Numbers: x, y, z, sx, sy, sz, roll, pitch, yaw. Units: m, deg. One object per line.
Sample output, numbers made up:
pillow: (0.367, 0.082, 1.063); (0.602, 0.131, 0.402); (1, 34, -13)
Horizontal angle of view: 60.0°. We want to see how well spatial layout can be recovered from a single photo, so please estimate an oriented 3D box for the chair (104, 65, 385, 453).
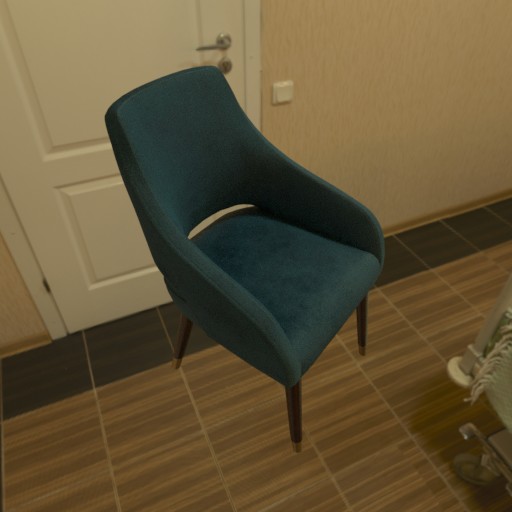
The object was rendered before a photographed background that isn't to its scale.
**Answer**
chair: (0.000, 0.000, 1.574); (0.794, 1.081, 0.683); (26, 47, 27)
